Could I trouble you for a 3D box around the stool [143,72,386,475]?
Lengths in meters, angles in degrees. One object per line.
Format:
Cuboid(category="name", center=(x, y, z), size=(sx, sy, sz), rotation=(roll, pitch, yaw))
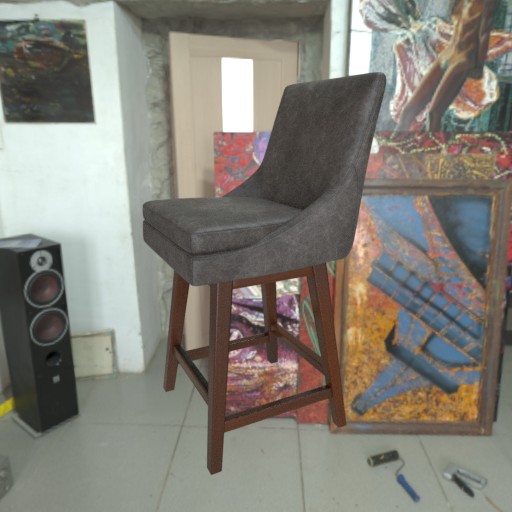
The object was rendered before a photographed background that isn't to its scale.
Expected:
Cuboid(category="stool", center=(0.000, 0.000, 1.370), size=(0.587, 1.046, 0.492), rotation=(-8, 18, -26))
